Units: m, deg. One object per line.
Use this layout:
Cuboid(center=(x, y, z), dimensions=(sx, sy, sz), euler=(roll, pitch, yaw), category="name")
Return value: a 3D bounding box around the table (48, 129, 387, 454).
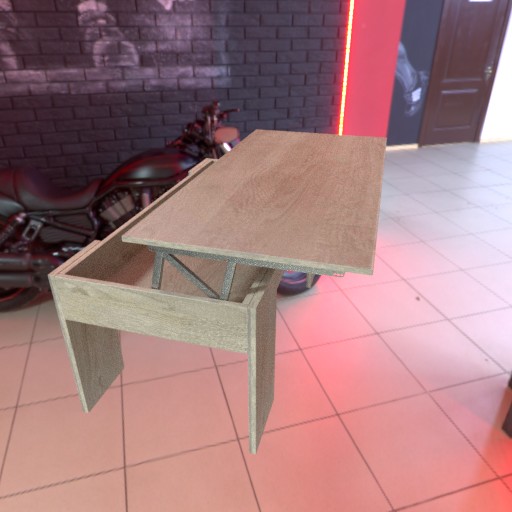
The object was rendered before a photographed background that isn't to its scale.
Cuboid(center=(0.000, 0.000, 1.419), dimensions=(0.711, 0.570, 1.000), euler=(8, 29, 14), category="table")
